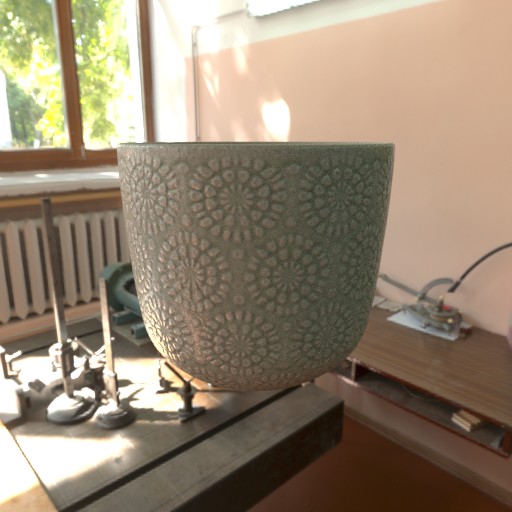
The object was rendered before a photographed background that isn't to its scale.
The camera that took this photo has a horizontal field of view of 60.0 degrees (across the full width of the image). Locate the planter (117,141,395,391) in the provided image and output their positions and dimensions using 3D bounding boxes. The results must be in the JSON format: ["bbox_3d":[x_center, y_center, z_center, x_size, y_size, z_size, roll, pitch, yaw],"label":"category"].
[{"bbox_3d":[0.000,0.000,0.219,0.124,0.109,0.124,0,15,0],"label":"planter"}]
